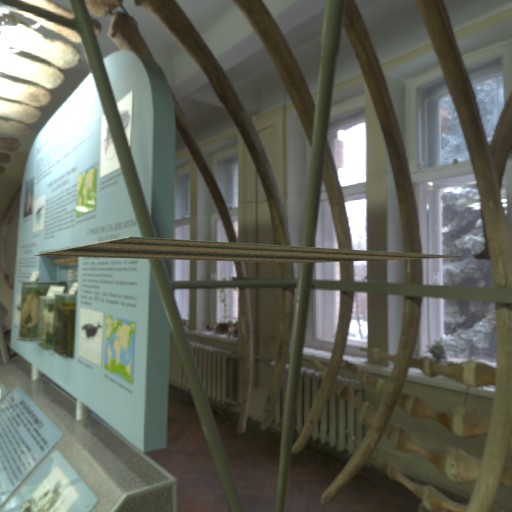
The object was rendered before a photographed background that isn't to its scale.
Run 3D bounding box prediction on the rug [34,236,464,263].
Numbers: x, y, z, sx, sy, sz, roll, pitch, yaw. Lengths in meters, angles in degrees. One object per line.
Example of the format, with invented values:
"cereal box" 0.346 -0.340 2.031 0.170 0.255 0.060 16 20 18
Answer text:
"rug" 0.000 0.000 2.275 1.854 0.006 1.234 2 -4 -38
